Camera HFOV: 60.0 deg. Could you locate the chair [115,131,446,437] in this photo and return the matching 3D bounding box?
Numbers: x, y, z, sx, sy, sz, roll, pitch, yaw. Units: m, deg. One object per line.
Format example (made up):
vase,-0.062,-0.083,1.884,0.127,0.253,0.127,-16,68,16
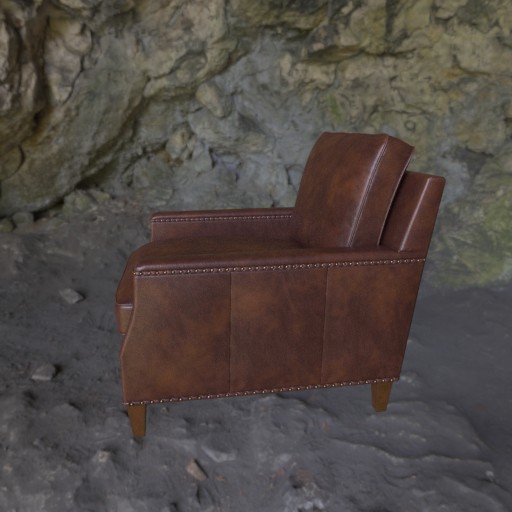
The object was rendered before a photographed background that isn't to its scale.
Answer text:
chair,0.000,0.000,1.724,1.014,0.929,0.853,-3,16,-9
